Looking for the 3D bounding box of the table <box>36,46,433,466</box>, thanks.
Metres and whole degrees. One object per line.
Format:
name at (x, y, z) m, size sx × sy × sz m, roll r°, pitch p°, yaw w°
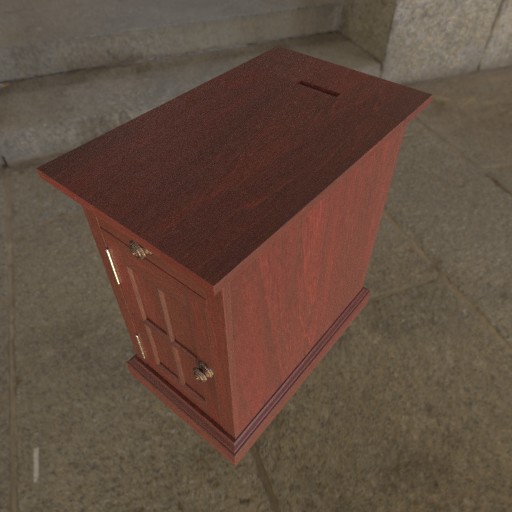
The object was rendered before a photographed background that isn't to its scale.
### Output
table at (0.000, 0.000, 0.949) m, size 0.356 × 0.612 × 0.584 m, roll 31°, pitch 54°, yaw 26°
